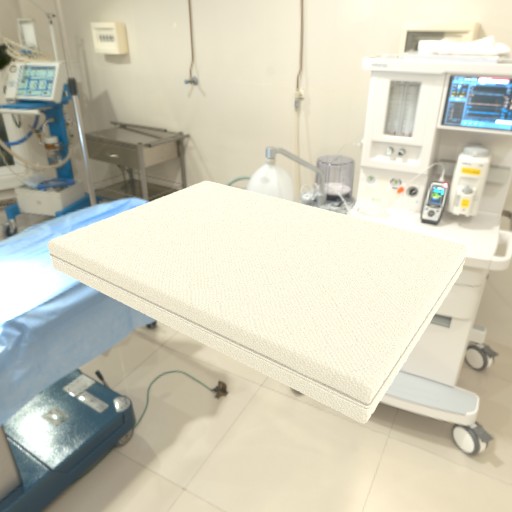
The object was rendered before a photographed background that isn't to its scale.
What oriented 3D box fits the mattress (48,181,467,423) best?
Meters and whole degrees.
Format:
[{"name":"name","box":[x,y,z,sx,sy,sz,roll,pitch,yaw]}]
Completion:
[{"name":"mattress","box":[0.000,0.000,2.587,2.000,0.200,1.400,19,33,31]}]
